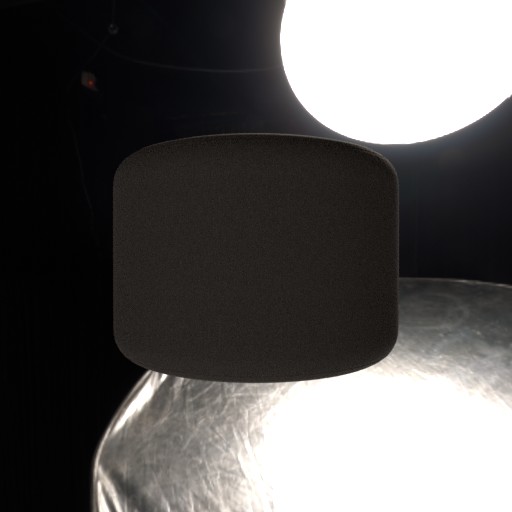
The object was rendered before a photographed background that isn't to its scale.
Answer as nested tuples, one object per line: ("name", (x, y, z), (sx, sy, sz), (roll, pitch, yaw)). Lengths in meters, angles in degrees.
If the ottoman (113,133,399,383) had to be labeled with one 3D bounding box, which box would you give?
("ottoman", (0.000, 0.000, 0.991), (0.608, 0.433, 0.608), (0, 0, 0))
